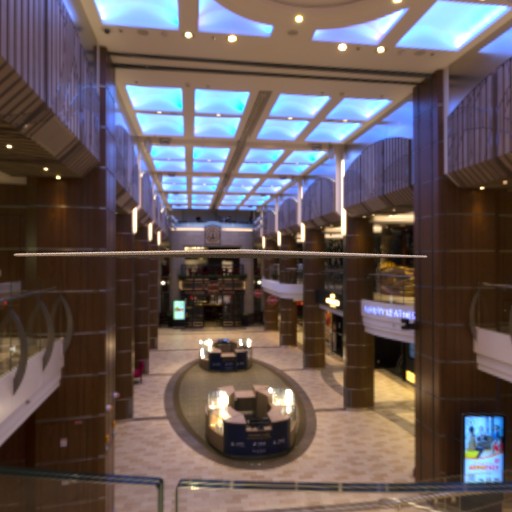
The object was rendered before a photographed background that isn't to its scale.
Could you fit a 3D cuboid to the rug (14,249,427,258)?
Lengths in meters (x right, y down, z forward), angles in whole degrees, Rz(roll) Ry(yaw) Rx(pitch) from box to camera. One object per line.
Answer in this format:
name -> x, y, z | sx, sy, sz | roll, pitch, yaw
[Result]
rug -> 0.000, 0.000, 2.262 | 1.219, 0.010, 1.829 | 0, -1, 36
